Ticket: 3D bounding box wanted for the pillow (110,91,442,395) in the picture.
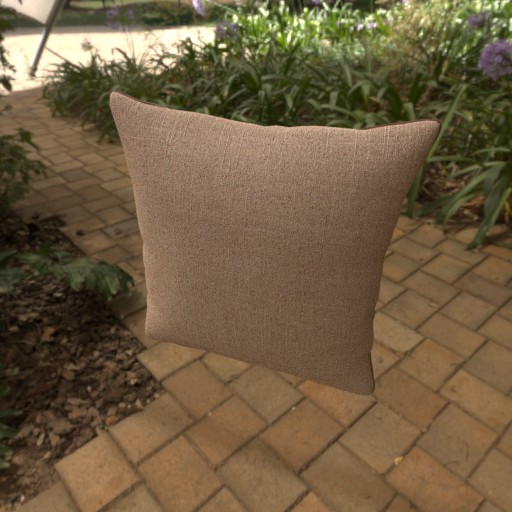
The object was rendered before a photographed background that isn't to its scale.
[{"bbox_3d":[0.000,0.000,0.666,0.437,0.448,0.147,10,33,16],"label":"pillow"}]
